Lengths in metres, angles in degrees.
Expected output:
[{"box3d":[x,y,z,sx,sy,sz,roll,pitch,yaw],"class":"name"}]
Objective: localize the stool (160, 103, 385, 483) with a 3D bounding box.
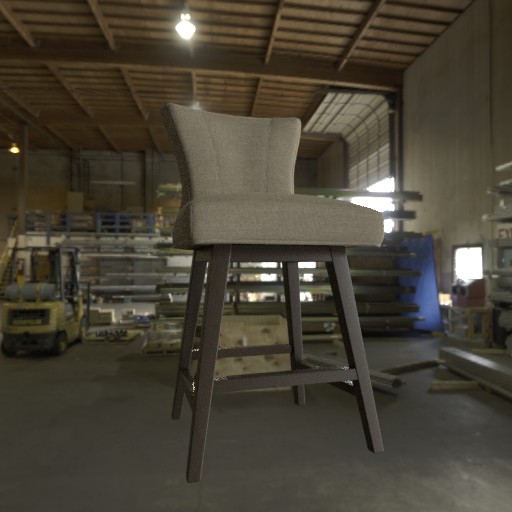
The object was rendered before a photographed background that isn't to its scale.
[{"box3d":[0.000,0.000,1.301,0.514,1.000,0.574,0,-1,-19],"class":"stool"}]
